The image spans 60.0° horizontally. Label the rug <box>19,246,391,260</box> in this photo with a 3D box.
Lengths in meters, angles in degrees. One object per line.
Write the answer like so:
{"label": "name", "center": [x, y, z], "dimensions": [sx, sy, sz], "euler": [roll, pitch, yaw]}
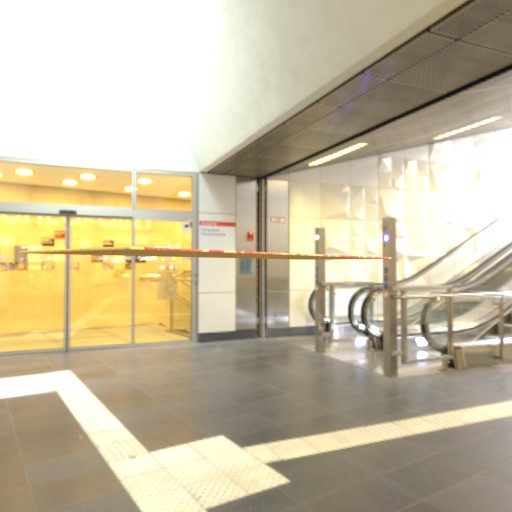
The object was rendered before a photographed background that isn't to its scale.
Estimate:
{"label": "rug", "center": [0.000, 0.000, 2.708], "dimensions": [0.787, 0.011, 2.458], "euler": [-1, -2, 38]}
